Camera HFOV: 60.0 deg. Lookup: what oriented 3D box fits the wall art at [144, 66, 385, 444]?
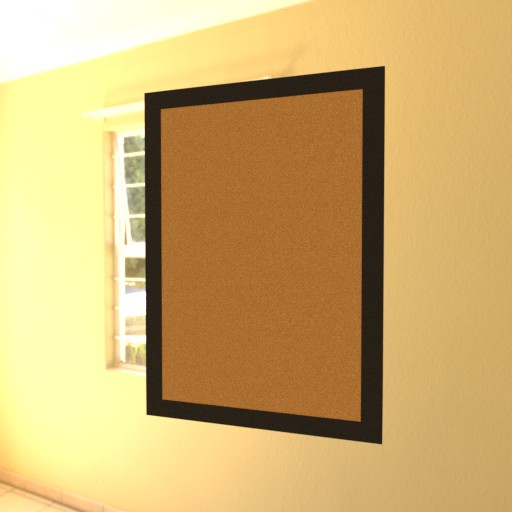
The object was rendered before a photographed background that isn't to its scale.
[{"bbox_3d":[0.000,0.000,0.686,0.380,0.534,0.013,0,1,17],"label":"wall art"}]
